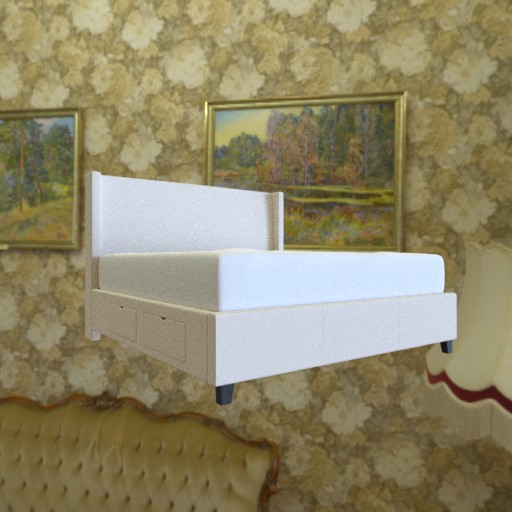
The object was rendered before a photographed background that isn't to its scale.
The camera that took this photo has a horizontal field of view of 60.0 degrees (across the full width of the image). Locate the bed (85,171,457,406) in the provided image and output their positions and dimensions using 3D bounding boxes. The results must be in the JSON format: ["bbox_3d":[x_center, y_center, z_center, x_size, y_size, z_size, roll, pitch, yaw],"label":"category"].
[{"bbox_3d":[0.000,0.000,3.671,2.145,1.471,2.293,0,0,-36],"label":"bed"}]
